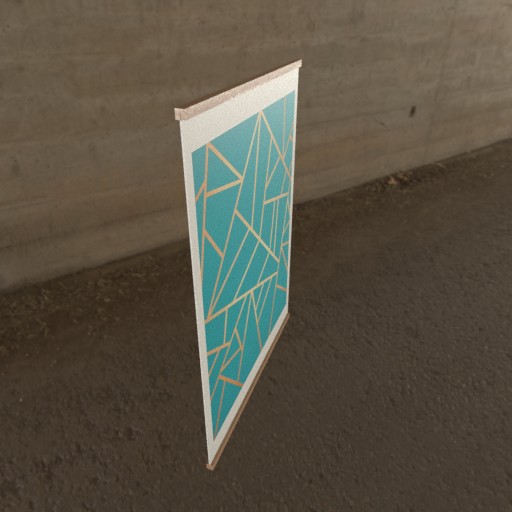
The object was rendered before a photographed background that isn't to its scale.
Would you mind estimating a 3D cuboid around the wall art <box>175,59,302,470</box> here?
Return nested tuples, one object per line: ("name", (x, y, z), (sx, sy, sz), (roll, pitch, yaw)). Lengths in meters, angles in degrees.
("wall art", (0.000, 0.000, 0.803), (0.012, 0.608, 0.459), (11, 32, 18))
